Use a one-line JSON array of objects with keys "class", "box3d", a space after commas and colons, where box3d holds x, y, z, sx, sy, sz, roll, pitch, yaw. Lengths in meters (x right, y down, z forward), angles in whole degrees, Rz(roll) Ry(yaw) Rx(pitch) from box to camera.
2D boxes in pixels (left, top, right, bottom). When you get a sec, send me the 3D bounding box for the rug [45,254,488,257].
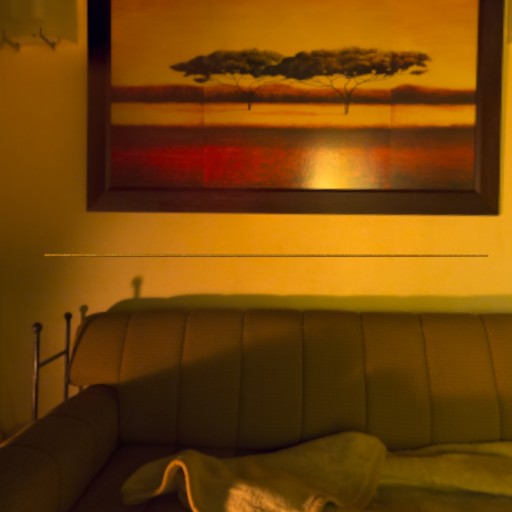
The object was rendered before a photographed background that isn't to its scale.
[{"class": "rug", "box3d": [0.000, 0.000, 2.293, 1.829, 0.010, 1.213, 0, 0, -18]}]
